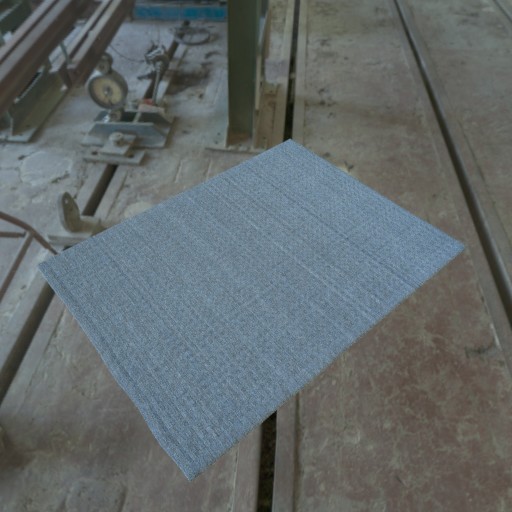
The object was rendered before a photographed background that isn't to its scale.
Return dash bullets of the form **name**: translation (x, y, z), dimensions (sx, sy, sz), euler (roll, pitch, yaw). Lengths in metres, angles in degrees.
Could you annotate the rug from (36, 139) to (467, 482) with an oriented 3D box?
- **rug**: translation (0.000, 0.000, 4.124), dimensions (3.200, 0.007, 2.443), euler (-32, 55, -26)
